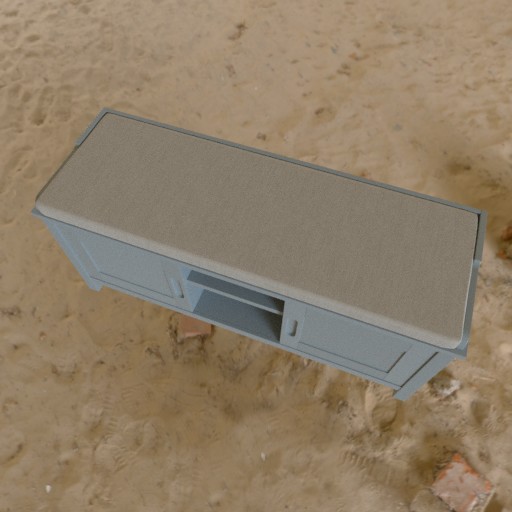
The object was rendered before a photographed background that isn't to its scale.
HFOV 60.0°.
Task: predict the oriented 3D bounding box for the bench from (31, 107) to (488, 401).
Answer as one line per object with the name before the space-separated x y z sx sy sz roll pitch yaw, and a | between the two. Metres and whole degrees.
bench | 0.000 0.000 1.351 1.140 0.501 0.398 18 60 11
